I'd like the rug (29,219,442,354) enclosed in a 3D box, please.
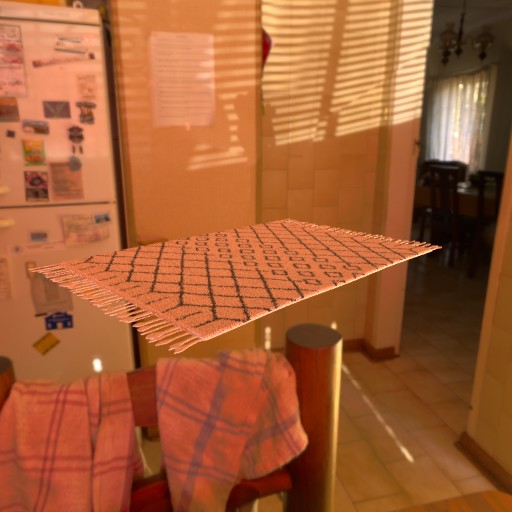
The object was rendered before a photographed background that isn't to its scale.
[{"bbox_3d":[0.000,0.000,3.242,2.615,0.029,1.664,-15,21,-42],"label":"rug"}]
